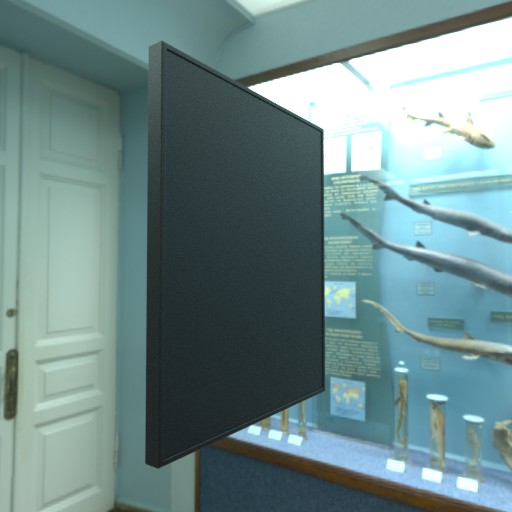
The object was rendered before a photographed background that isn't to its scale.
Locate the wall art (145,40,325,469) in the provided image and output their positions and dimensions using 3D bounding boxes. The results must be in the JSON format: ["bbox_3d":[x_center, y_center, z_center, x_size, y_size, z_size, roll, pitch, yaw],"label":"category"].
[{"bbox_3d":[0.000,0.000,0.758,0.028,0.551,0.451,-1,-2,36],"label":"wall art"}]
